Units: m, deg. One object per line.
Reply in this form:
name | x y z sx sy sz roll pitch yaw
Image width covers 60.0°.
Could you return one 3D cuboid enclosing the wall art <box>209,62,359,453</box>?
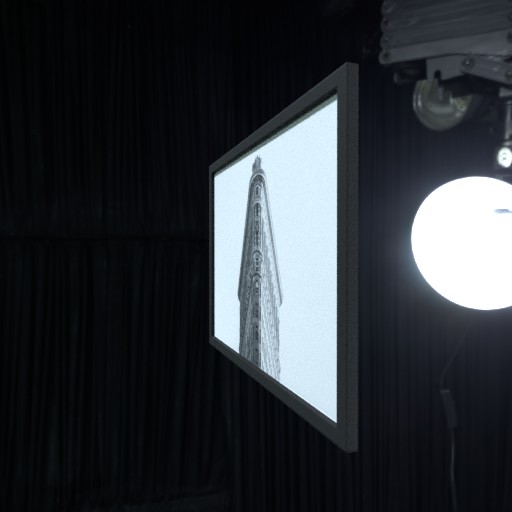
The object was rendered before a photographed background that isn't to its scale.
wall art | 0.000 0.000 1.204 0.049 0.659 0.964 0 1 -18
